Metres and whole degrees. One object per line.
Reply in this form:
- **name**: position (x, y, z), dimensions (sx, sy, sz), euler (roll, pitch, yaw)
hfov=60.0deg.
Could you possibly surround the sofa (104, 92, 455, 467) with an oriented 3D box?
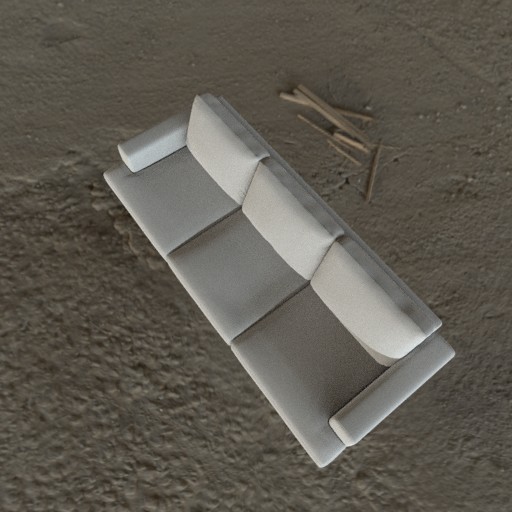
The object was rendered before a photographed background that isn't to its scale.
- **sofa**: position (0.000, 0.000, 2.747), dimensions (0.920, 0.810, 2.310), euler (-34, 69, -15)
